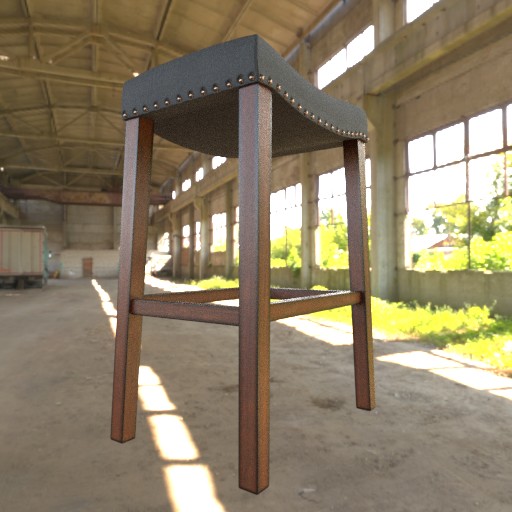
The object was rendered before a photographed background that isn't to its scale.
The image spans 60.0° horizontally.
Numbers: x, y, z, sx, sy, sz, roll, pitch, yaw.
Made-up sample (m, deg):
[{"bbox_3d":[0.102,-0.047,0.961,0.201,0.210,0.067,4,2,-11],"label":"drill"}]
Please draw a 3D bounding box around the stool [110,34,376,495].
[{"bbox_3d":[0.000,0.000,0.997,0.366,0.748,0.502,0,-1,36],"label":"stool"}]
